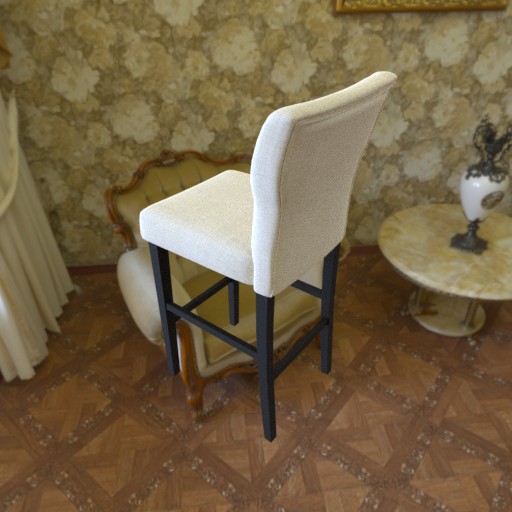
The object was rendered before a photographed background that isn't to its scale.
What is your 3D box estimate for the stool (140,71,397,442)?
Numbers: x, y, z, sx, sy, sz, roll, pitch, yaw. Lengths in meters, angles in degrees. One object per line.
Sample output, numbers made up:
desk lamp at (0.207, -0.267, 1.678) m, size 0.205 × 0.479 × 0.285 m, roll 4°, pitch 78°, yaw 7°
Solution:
stool at (0.000, 0.000, 1.448) m, size 0.603 × 1.124 × 0.516 m, roll 22°, pitch 39°, yaw 31°
